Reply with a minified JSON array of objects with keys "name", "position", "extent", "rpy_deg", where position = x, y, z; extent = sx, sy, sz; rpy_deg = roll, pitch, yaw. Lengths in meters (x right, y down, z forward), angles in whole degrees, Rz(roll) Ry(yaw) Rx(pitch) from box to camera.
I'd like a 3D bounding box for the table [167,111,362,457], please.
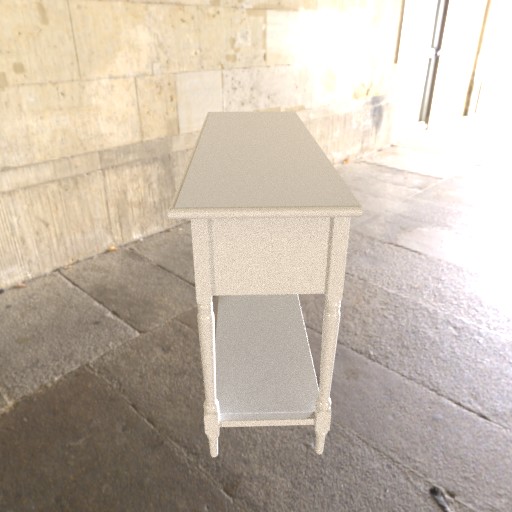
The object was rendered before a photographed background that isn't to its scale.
[{"name":"table","position":[0.000,0.000,1.577],"extent":[0.384,0.808,1.197],"rpy_deg":[-1,27,-2]}]
